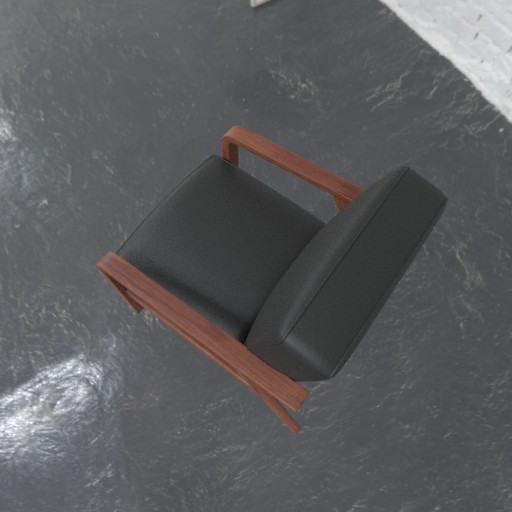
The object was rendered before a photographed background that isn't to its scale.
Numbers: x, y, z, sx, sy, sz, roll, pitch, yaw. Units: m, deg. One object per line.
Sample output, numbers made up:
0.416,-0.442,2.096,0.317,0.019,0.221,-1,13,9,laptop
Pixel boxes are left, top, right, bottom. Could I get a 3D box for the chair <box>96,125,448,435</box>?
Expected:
0.000,0.000,1.515,0.889,0.861,0.719,34,69,15,chair
